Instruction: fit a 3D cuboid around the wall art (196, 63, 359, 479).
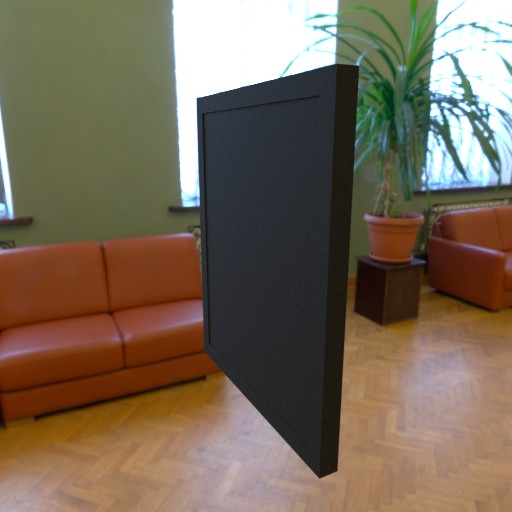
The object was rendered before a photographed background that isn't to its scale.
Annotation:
[{"bbox_3d":[0.000,0.000,0.775,0.033,0.559,0.457,-7,16,-27],"label":"wall art"}]
